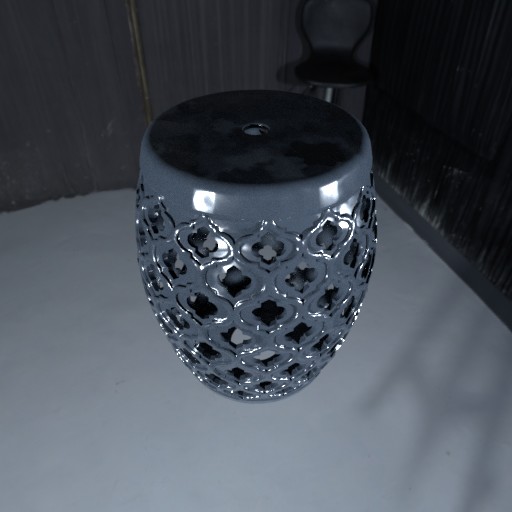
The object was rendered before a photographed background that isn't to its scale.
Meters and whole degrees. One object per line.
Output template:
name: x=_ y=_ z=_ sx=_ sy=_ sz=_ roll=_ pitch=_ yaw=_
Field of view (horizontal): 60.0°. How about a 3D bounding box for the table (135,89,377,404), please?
table: x=0.000 y=0.000 z=0.637 sx=0.325 sy=0.388 sz=0.325 roll=0 pitch=41 yaw=0
